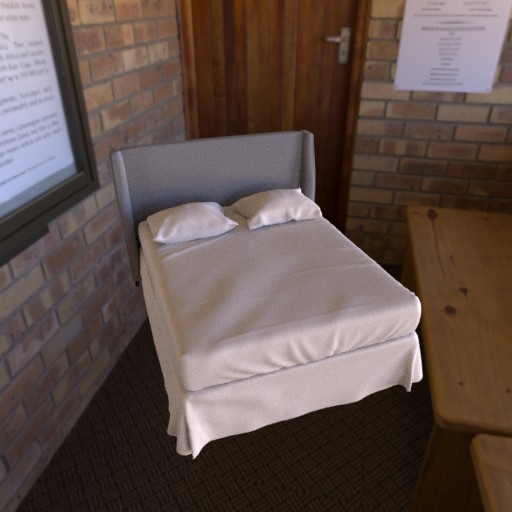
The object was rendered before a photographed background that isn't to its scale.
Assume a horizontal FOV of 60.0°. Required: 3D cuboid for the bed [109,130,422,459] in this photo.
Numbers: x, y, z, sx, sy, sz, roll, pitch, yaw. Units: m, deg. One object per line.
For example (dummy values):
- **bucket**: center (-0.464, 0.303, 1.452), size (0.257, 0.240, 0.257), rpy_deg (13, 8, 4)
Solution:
- **bed**: center (0.000, 0.000, 3.515), size (1.925, 1.332, 2.276), rpy_deg (-10, 31, -17)
